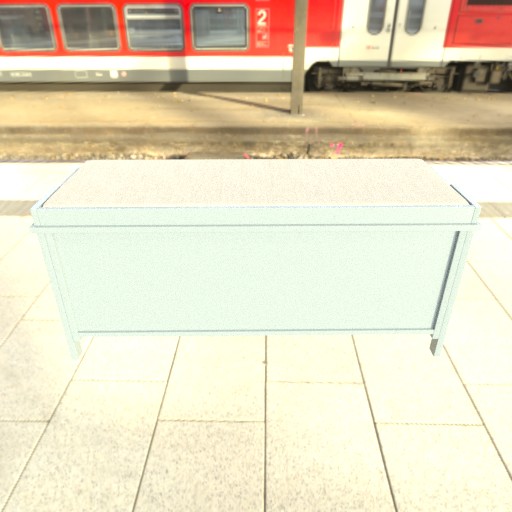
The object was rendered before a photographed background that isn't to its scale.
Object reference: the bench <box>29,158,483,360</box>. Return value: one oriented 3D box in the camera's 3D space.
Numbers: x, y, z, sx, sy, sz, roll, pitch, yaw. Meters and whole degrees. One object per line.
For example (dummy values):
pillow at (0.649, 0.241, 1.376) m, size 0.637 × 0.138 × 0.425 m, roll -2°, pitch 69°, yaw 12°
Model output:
bench at (0.000, 0.000, 1.387) m, size 1.140 × 0.501 × 0.398 m, roll 0°, pitch 30°, yaw -1°
